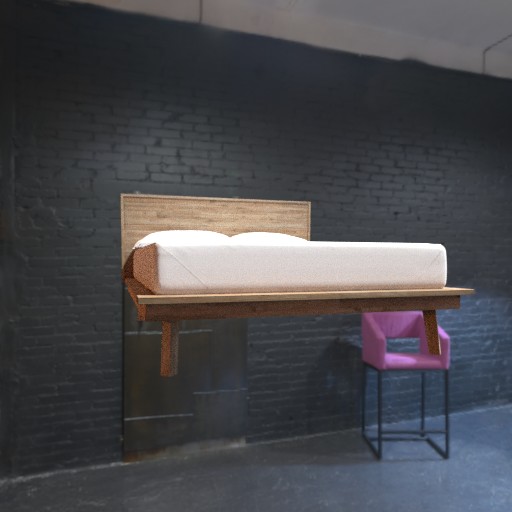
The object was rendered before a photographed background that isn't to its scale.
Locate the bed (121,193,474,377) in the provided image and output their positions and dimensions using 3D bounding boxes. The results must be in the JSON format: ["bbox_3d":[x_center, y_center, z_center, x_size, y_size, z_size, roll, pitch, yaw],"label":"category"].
[{"bbox_3d":[0.000,0.000,3.062,1.759,1.071,2.145,0,-1,-18],"label":"bed"}]
